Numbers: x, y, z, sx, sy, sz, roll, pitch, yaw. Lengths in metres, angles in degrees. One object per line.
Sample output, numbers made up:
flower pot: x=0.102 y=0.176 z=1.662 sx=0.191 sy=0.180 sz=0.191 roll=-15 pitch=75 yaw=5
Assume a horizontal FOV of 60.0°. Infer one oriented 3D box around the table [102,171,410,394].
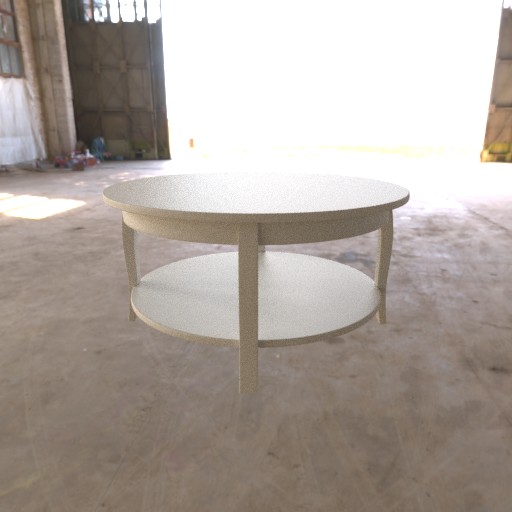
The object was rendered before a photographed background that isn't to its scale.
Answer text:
table: x=0.000 y=0.000 z=1.446 sx=0.910 sy=0.457 sz=0.910 roll=0 pitch=16 yaw=0
